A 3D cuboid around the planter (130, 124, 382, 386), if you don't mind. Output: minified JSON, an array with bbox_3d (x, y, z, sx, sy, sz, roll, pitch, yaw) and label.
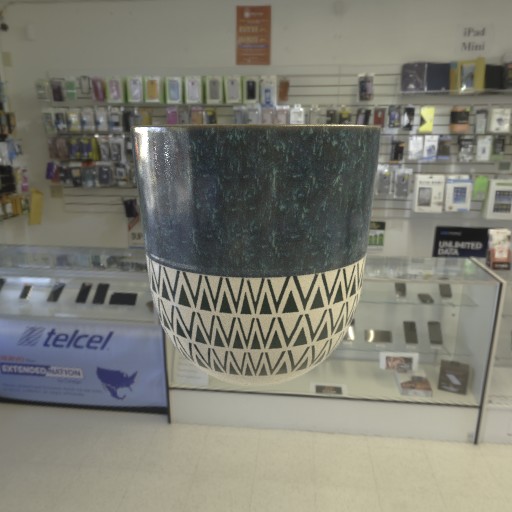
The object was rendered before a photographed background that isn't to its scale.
[{"bbox_3d":[0.000,0.000,0.383,0.195,0.214,0.195,0,15,0],"label":"planter"}]
